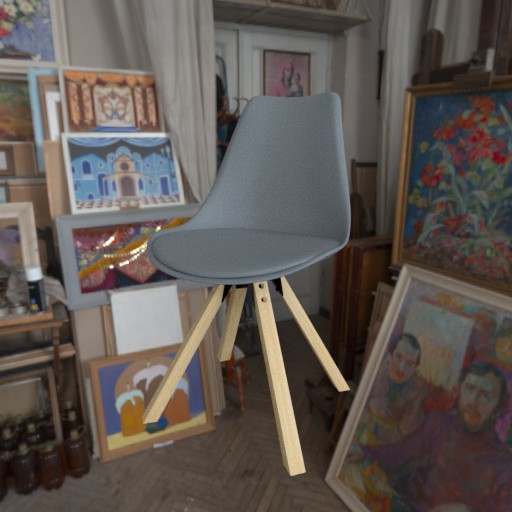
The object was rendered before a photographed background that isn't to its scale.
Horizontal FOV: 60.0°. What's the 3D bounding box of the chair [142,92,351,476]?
[{"bbox_3d":[0.000,0.000,1.166,0.485,0.850,0.549,7,16,26],"label":"chair"}]
